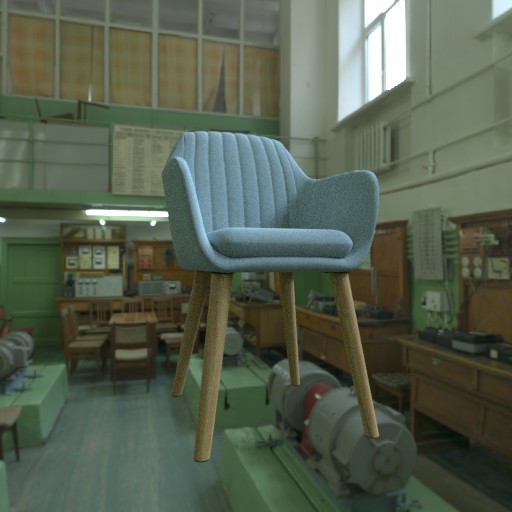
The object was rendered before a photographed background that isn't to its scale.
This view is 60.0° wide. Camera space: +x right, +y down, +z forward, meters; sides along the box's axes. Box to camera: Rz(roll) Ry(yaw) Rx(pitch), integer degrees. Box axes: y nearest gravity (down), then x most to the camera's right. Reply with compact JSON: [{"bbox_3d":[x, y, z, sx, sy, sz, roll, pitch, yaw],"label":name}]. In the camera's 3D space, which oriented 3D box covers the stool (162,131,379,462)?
[{"bbox_3d":[0.000,0.000,1.229,0.503,0.830,0.590,0,-1,-17],"label":"stool"}]
